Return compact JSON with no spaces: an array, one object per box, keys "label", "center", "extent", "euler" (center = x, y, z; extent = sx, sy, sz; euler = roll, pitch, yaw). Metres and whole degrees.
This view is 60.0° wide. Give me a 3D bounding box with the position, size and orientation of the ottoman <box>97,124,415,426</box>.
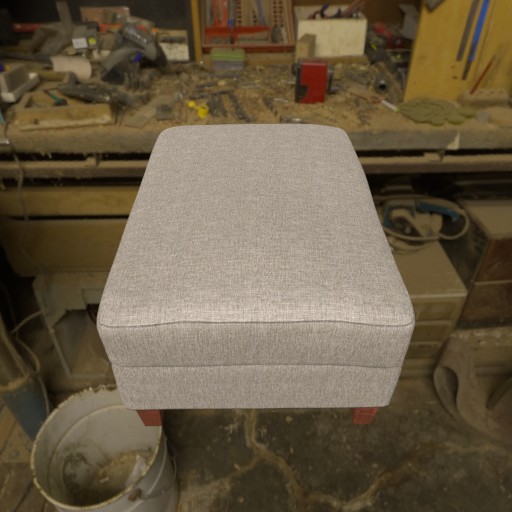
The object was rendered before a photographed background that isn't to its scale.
[{"label":"ottoman","center":[0.000,0.000,1.264],"extent":[0.639,0.494,0.873],"euler":[0,40,0]}]
